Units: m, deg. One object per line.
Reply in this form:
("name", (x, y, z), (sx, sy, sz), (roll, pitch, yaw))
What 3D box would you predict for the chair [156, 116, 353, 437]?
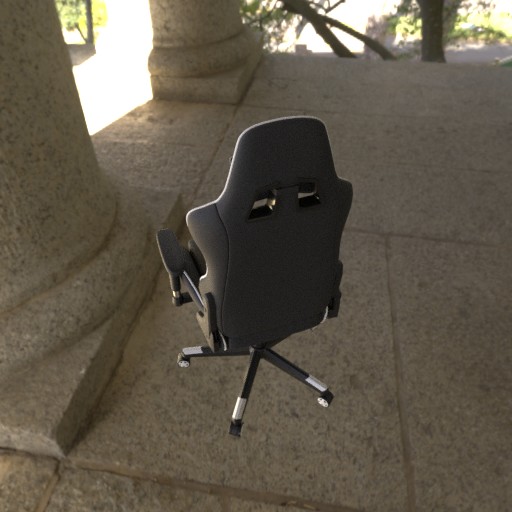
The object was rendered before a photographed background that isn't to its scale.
("chair", (0.000, 0.000, 1.635), (0.700, 1.240, 0.700), (-13, 43, -15))
